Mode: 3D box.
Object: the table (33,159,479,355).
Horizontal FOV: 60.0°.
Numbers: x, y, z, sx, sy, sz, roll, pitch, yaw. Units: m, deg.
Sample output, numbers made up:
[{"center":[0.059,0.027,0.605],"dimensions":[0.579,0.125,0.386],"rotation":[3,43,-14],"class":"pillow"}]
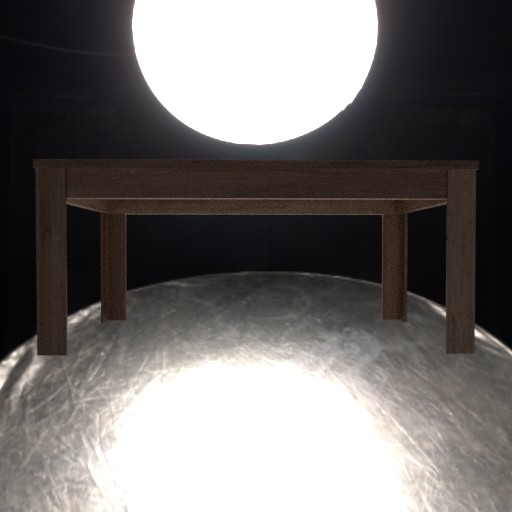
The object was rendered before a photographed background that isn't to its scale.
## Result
[{"center":[0.000,0.000,2.244],"dimensions":[1.800,0.790,0.900],"rotation":[0,1,-1],"class":"table"}]
